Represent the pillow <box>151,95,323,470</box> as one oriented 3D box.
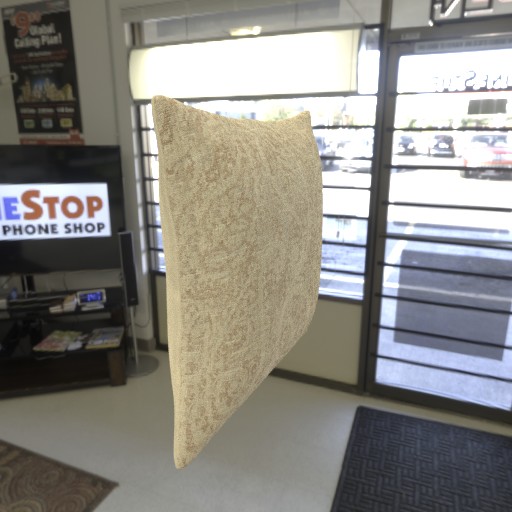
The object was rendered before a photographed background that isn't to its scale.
[{"bbox_3d":[0.000,0.000,0.787,0.166,0.510,0.523,8,18,25],"label":"pillow"}]
